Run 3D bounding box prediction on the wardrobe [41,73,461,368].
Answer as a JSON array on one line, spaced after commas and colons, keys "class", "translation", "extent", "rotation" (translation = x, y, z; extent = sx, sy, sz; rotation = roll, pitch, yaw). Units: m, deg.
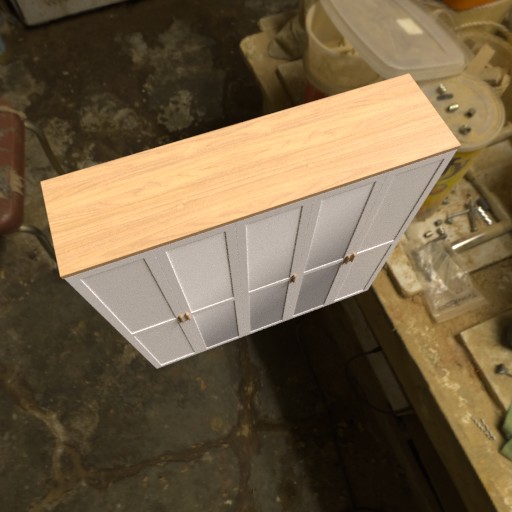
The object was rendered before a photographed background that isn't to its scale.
[{"class": "wardrobe", "translation": [0.000, 0.000, 3.359], "extent": [2.160, 2.260, 0.590], "rotation": [-19, 66, -9]}]
